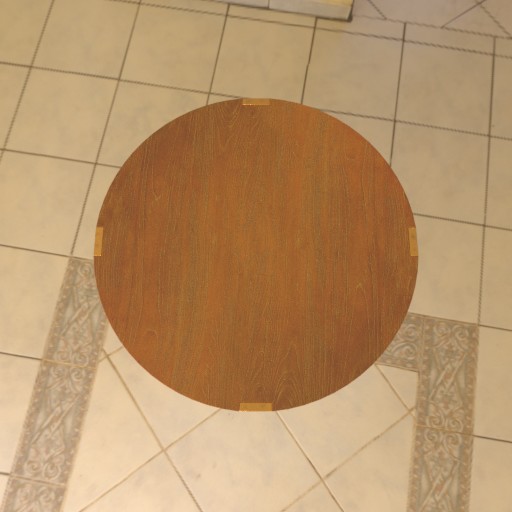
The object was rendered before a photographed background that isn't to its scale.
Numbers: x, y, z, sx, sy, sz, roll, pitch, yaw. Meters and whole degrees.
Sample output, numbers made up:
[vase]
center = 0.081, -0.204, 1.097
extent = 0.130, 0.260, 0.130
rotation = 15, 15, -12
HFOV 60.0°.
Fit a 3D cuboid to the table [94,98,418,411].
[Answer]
[table]
center = 0.000, 0.000, 1.714
extent = 1.100, 0.420, 1.100
rotation = 0, 76, 0
